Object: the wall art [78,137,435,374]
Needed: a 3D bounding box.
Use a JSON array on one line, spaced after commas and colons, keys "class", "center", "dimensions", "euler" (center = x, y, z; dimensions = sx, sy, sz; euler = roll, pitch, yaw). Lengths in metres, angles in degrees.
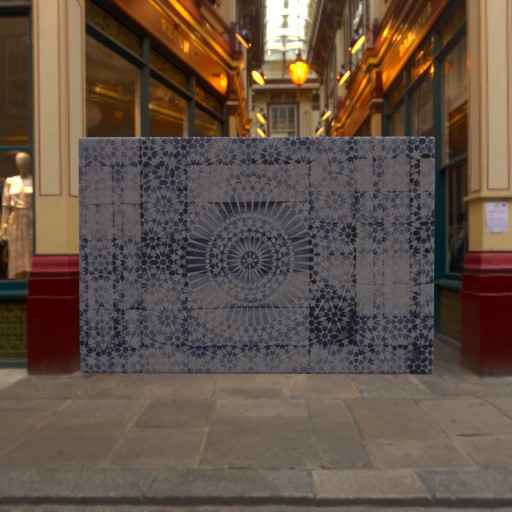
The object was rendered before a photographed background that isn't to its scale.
[{"class": "wall art", "center": [0.000, 0.000, 0.775], "dimensions": [0.608, 0.406, 0.030], "euler": [0, 1, 1]}]
